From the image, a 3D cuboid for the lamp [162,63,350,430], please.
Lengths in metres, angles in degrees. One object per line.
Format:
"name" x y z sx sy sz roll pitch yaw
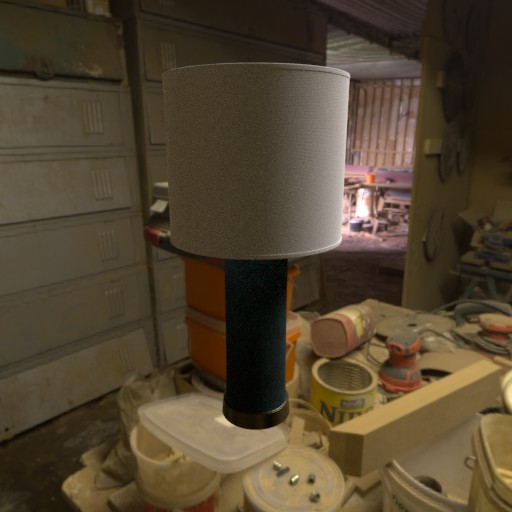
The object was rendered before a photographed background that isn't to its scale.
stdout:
"lamp" 0.000 0.000 0.801 0.301 0.630 0.301 14 21 42
